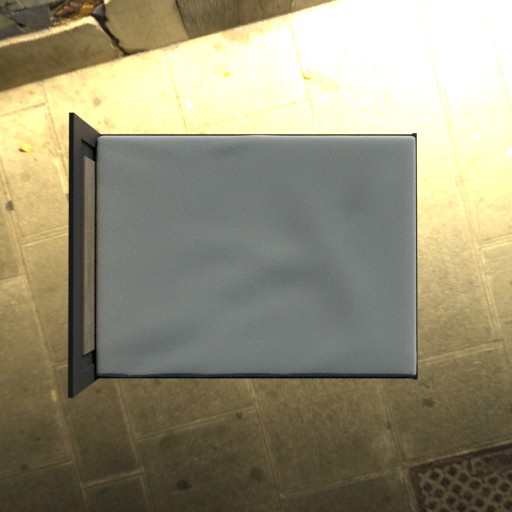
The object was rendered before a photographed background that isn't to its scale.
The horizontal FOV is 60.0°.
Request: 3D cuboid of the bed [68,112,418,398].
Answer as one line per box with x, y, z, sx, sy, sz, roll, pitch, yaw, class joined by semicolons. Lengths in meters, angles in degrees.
0.000;0.000;2.859;2.073;0.823;1.585;0;90;0;bed
